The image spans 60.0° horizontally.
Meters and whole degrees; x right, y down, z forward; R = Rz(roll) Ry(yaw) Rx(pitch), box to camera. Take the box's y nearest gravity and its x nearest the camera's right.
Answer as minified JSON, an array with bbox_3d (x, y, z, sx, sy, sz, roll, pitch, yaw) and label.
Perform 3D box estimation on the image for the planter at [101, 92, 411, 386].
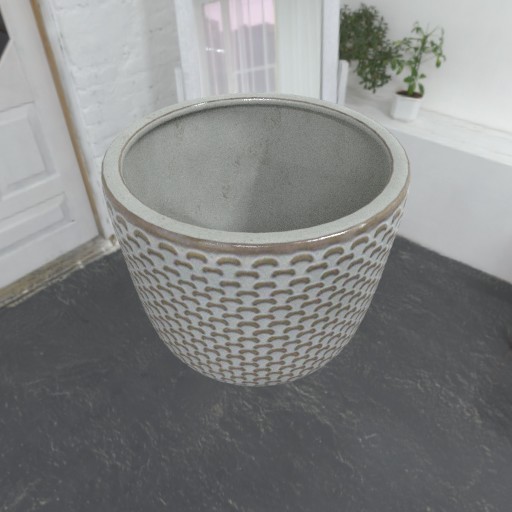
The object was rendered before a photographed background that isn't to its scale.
[{"bbox_3d":[0.000,0.000,0.244,0.139,0.130,0.139,0,41,0],"label":"planter"}]
